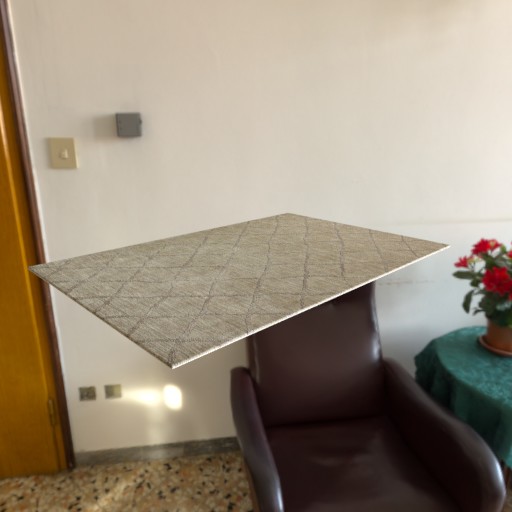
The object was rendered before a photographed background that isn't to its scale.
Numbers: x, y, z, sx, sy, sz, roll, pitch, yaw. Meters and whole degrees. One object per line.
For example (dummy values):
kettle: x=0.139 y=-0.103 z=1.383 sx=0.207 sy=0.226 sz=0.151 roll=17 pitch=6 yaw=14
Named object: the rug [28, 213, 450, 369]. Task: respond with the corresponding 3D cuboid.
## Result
rug: x=0.000 y=0.000 z=2.847 sx=2.280 sy=0.015 sz=1.521 roll=-16 pitch=23 yaw=-41
